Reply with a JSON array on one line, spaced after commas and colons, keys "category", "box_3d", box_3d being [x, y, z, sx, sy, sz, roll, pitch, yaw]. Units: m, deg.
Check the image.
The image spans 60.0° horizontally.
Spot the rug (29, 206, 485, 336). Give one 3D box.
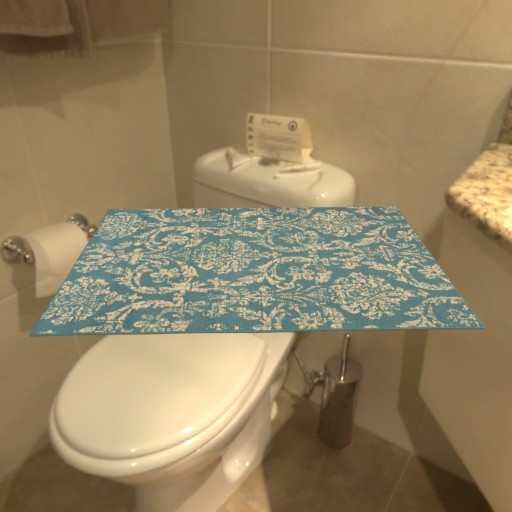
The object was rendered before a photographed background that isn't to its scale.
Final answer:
[{"category": "rug", "box_3d": [0.000, 0.000, 2.299, 1.833, 0.012, 1.211, -1, 30, -1]}]
